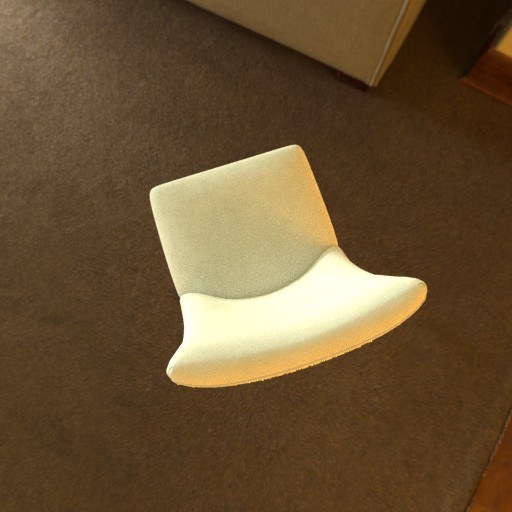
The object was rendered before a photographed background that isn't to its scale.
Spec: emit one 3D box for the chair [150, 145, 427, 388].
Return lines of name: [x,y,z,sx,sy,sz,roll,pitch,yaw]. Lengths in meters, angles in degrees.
chair: [0.000,0.000,1.237,0.495,0.902,0.610,-18,78,-4]
